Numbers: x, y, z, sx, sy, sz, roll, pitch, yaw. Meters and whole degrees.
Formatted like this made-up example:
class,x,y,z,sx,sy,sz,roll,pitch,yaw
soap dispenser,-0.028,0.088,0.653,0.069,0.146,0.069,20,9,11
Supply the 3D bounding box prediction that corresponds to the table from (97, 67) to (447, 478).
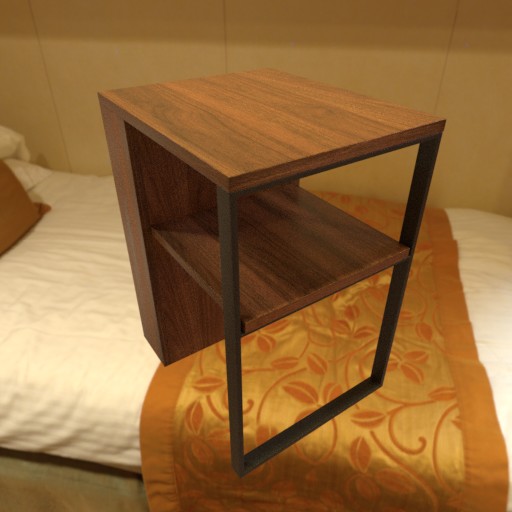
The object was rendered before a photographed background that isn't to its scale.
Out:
class,x,y,z,sx,sy,sz,roll,pitch,yaw
table,0.000,0.000,1.551,0.660,1.041,0.786,-21,39,-28
